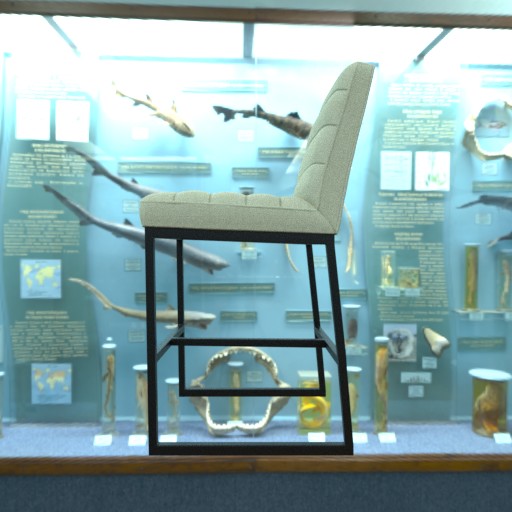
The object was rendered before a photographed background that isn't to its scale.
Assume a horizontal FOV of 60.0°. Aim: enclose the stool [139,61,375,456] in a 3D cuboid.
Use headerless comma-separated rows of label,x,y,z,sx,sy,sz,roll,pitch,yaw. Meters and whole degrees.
stool,0.000,0.000,1.261,0.560,0.940,0.460,0,1,0
